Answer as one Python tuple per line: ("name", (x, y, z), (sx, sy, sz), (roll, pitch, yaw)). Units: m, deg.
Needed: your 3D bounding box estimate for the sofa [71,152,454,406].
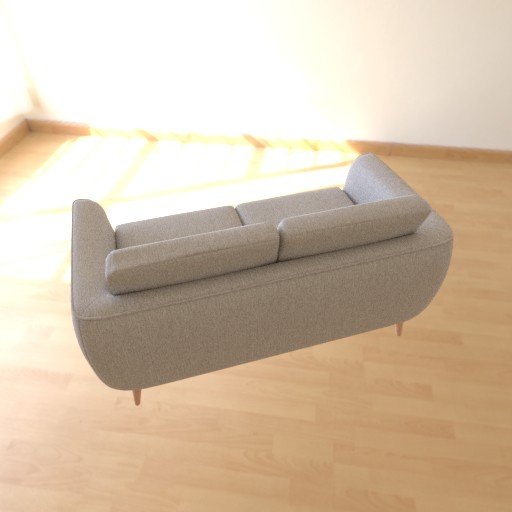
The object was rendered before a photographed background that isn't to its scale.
("sofa", (0.000, 0.000, 2.223), (1.700, 0.850, 0.920), (-12, 43, -13))
